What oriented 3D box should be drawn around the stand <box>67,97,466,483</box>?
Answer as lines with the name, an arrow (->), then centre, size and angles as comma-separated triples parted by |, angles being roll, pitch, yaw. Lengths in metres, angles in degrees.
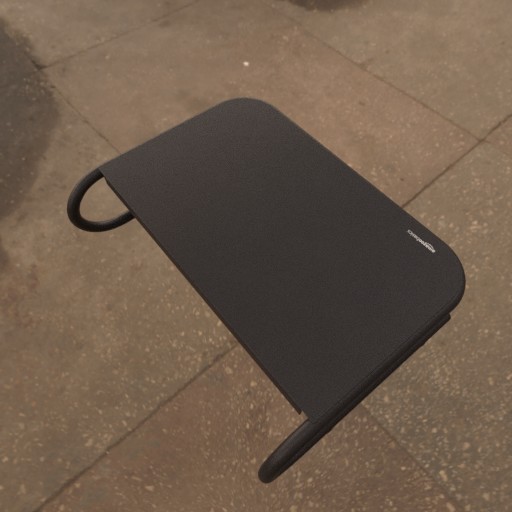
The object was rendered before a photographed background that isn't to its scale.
stand -> 0.000, 0.000, 0.499 | 0.280, 0.108, 0.370 | -34, 64, -20
